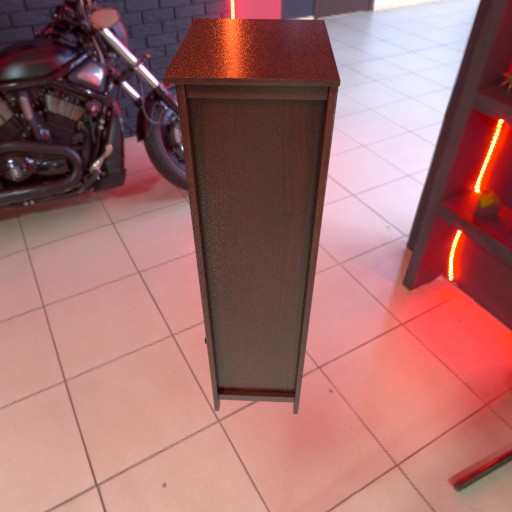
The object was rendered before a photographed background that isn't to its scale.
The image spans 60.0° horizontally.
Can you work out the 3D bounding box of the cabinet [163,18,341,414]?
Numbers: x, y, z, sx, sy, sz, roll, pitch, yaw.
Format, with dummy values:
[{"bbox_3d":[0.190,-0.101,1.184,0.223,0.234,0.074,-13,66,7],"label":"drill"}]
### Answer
[{"bbox_3d":[0.000,0.000,1.688,0.401,1.518,0.500,2,42,2],"label":"cabinet"}]
